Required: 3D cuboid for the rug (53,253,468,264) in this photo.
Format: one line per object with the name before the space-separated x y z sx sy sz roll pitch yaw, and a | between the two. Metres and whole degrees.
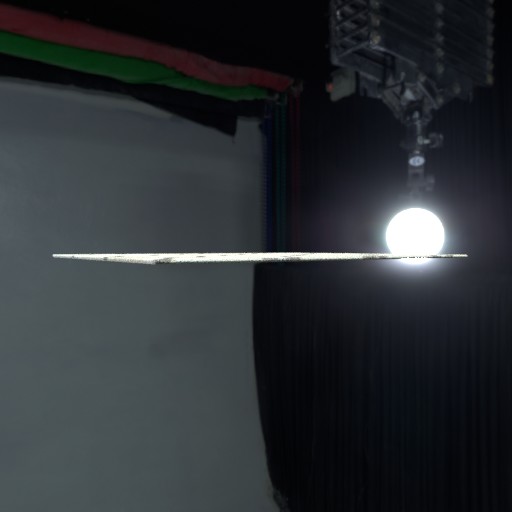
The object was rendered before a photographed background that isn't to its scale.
rug | 0.000 0.000 4.074 3.000 0.026 2.399 -1 1 -36
